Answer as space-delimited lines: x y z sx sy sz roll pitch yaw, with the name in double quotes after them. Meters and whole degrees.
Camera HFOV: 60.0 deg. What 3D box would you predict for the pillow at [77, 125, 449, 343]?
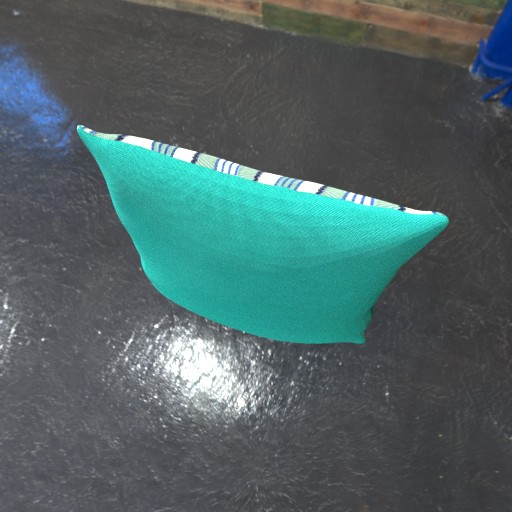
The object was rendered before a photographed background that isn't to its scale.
0.000 0.000 0.678 0.440 0.441 0.182 16 65 8 "pillow"
